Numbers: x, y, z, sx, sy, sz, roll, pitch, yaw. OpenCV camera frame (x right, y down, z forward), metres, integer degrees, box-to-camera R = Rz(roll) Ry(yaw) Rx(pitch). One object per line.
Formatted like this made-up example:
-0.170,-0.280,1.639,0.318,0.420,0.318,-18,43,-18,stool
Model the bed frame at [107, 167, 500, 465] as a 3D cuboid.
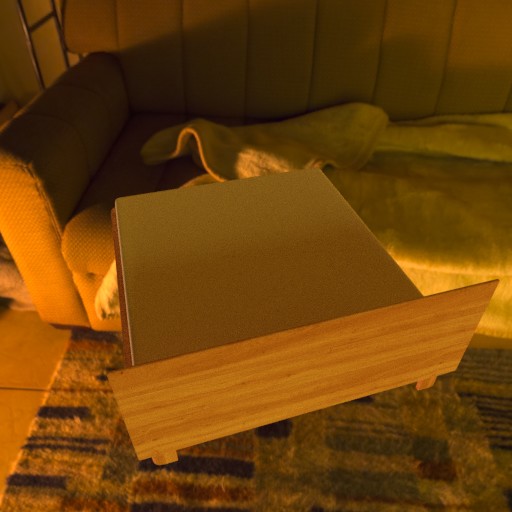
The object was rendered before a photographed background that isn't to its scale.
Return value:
0.000,0.000,3.033,1.872,0.940,2.092,-11,42,-13,bed frame
